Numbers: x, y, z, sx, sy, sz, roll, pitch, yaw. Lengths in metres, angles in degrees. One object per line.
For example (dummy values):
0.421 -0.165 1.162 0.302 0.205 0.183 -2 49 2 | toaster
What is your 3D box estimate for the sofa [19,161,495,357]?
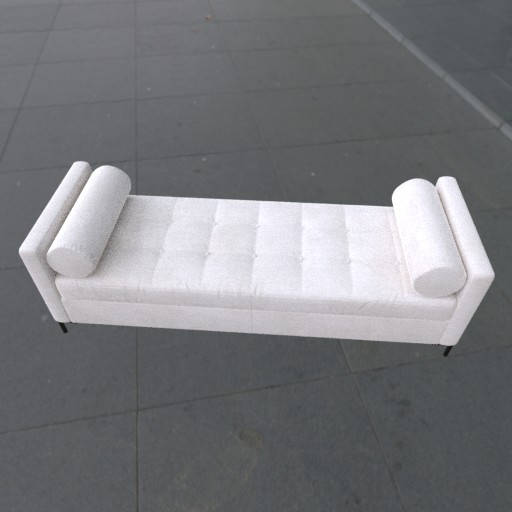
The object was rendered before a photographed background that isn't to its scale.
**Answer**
0.000 0.000 2.272 1.981 0.635 0.686 3 46 3 | sofa
